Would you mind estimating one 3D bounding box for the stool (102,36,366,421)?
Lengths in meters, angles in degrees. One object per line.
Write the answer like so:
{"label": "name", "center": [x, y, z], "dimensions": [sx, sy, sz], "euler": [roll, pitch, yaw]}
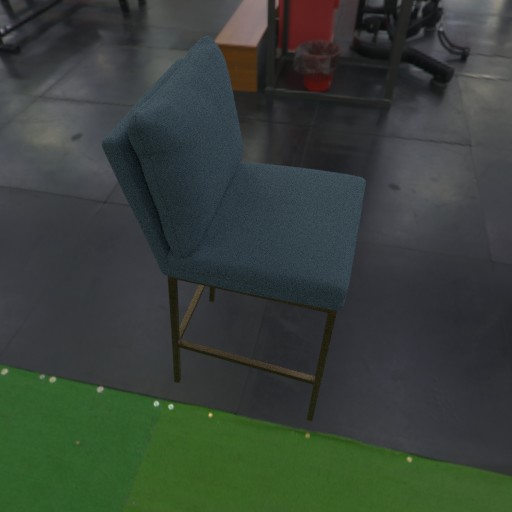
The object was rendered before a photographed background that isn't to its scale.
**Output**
{"label": "stool", "center": [0.000, 0.000, 1.369], "dimensions": [0.568, 1.124, 0.463], "euler": [11, 48, 10]}
